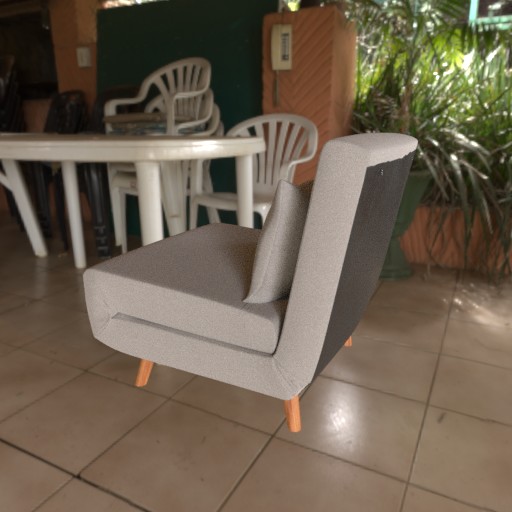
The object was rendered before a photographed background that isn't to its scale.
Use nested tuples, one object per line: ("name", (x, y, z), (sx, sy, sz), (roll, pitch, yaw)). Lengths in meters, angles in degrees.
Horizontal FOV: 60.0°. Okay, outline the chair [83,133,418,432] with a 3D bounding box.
("chair", (0.000, 0.000, 1.502), (0.902, 0.808, 0.770), (8, 18, 25))
